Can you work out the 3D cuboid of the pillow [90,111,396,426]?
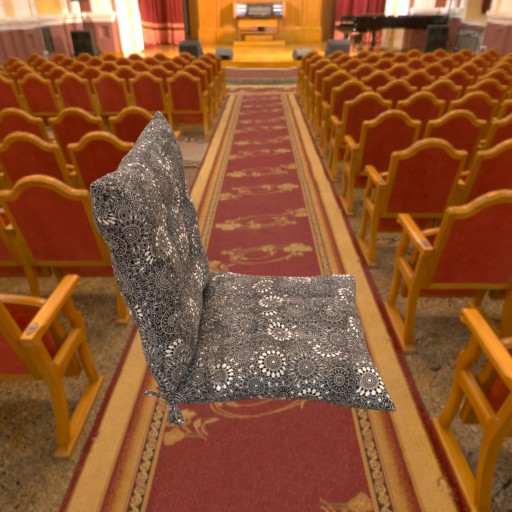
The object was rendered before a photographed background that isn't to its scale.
[{"bbox_3d":[0.000,0.000,1.009,0.585,0.536,0.541,1,30,1],"label":"pillow"}]
